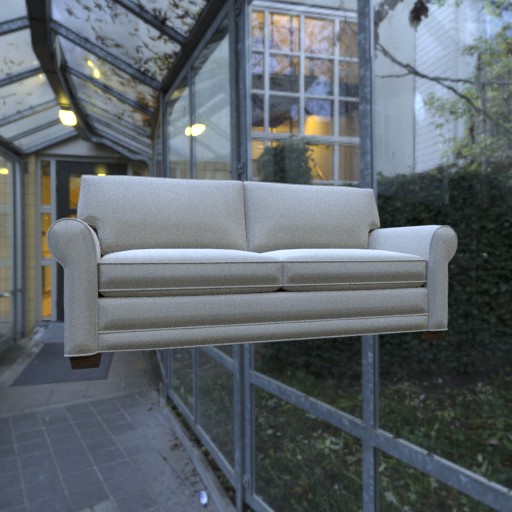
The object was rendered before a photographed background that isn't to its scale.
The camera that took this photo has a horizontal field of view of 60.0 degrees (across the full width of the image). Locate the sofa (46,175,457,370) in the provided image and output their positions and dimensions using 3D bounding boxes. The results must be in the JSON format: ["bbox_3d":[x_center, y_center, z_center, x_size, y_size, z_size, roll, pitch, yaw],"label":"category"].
[{"bbox_3d":[0.000,0.000,2.606,2.146,0.962,0.901,0,1,-18],"label":"sofa"}]
